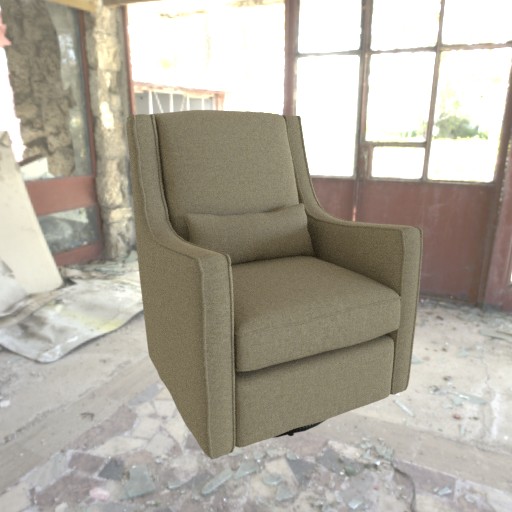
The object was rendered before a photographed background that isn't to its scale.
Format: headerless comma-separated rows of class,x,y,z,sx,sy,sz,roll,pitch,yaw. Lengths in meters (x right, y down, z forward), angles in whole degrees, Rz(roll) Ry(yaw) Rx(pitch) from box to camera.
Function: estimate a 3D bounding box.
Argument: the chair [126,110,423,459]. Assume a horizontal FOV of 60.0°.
chair,0.000,0.000,1.562,0.732,0.993,0.879,-8,19,-26
